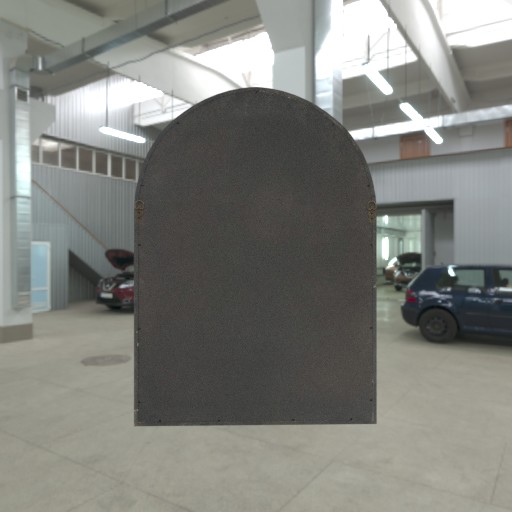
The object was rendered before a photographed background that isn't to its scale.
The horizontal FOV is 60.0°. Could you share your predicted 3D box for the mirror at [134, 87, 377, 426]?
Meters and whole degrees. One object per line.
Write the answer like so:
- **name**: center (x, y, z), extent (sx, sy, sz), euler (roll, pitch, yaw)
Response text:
- **mirror**: center (0.000, 0.000, 1.219), extent (0.660, 0.920, 0.032), euler (0, 0, -1)
